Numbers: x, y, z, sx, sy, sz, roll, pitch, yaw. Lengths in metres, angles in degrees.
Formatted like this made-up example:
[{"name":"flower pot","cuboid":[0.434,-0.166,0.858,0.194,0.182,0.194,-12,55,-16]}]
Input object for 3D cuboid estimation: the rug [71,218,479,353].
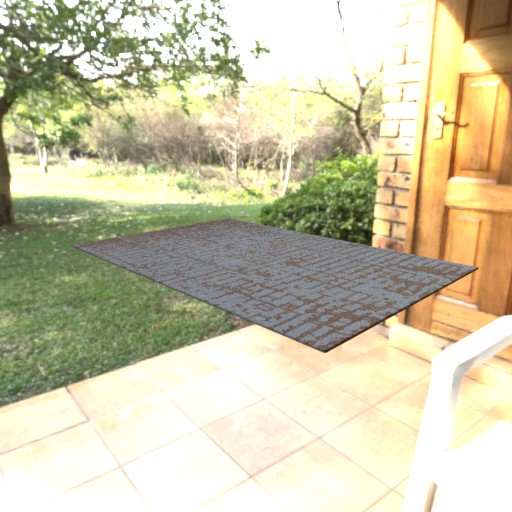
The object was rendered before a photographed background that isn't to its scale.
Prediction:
[{"name":"rug","cuboid":[0.000,0.000,2.353,1.219,0.011,1.829,-15,21,-43]}]
